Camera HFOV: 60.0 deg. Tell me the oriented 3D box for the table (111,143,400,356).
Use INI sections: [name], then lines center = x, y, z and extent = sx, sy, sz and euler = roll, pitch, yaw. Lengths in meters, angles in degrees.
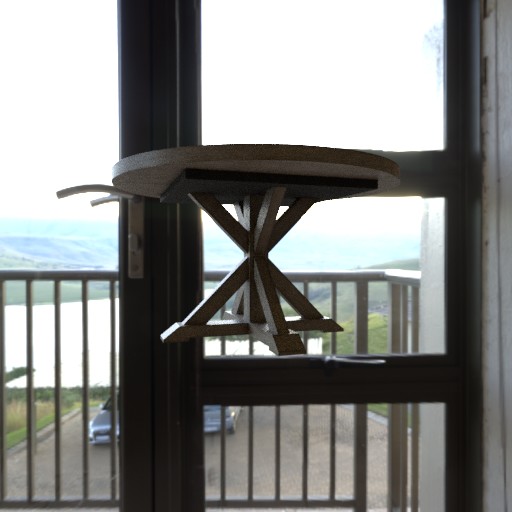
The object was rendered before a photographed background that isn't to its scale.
[table]
center = 0.000, 0.000, 2.195
extent = 1.363, 0.781, 1.363
euler = 0, 0, 0
